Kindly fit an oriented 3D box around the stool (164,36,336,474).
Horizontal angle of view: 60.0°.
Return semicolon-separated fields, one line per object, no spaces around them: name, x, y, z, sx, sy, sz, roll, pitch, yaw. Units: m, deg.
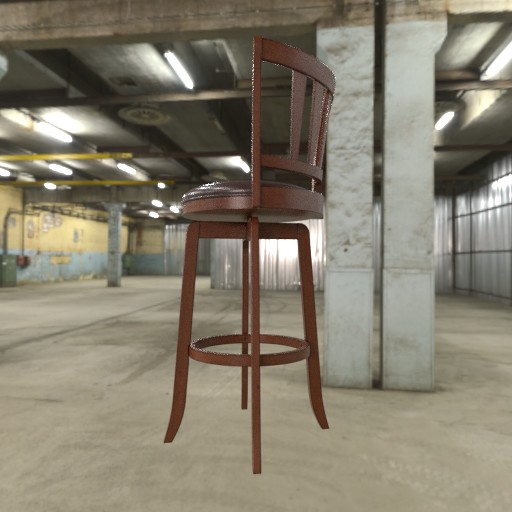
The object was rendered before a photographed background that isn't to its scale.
stool;0.000;0.000;1.456;0.503;1.177;0.464;-1;-1;36
